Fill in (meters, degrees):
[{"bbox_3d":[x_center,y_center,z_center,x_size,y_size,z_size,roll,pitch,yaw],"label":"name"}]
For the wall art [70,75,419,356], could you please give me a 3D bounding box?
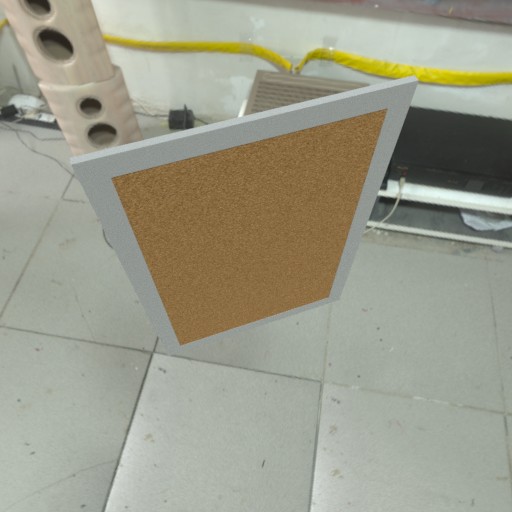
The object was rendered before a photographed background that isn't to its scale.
[{"bbox_3d":[0.000,0.000,0.830,0.454,0.659,0.011,-17,60,-10],"label":"wall art"}]
